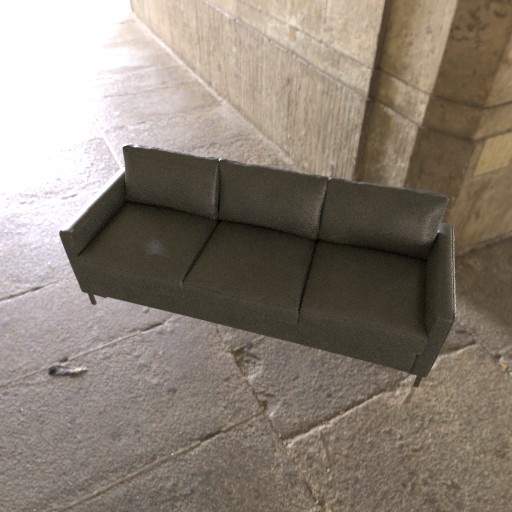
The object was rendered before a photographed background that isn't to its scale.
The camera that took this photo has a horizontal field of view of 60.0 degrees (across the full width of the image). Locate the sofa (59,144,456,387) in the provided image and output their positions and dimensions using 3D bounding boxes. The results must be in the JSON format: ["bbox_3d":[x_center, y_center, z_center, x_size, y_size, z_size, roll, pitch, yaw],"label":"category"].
[{"bbox_3d":[0.000,0.000,2.463,2.029,0.805,0.748,12,44,12],"label":"sofa"}]
